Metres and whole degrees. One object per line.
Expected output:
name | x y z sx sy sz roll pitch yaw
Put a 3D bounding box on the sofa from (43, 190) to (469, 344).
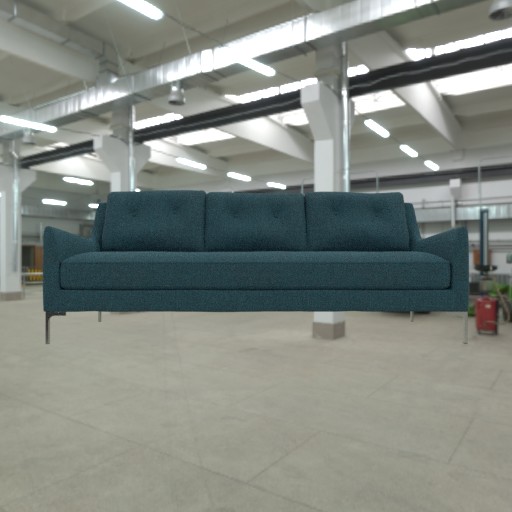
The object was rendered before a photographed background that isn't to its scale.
sofa | 0.000 0.000 2.516 2.060 0.837 0.849 0 0 0
